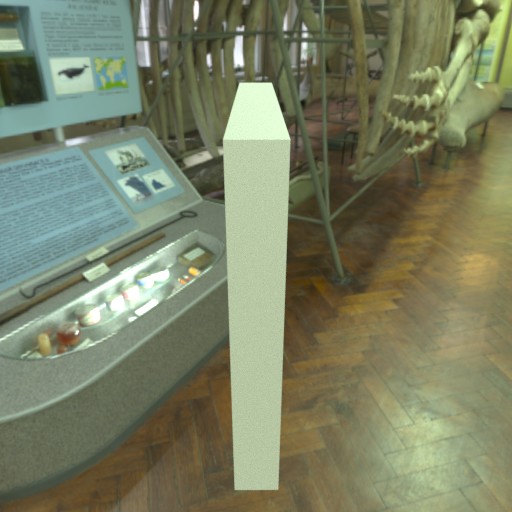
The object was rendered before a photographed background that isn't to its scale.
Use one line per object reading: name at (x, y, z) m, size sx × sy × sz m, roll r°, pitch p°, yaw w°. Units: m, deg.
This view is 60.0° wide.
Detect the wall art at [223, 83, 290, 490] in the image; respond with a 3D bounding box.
wall art at (0.000, 0.000, 0.453) m, size 0.038 × 0.302 × 0.305 m, roll 0°, pitch 27°, yaw 0°
